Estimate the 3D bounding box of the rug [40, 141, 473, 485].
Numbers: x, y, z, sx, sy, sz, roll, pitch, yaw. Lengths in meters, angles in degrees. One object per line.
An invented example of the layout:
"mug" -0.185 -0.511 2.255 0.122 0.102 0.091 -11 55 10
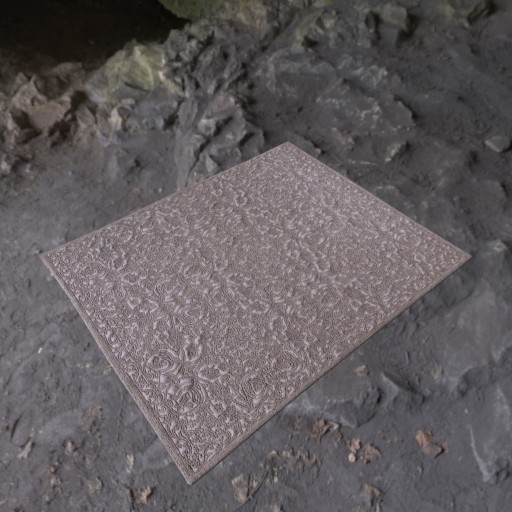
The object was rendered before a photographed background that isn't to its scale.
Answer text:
"rug" 0.000 0.000 3.967 3.017 0.035 2.472 -30 53 -26
